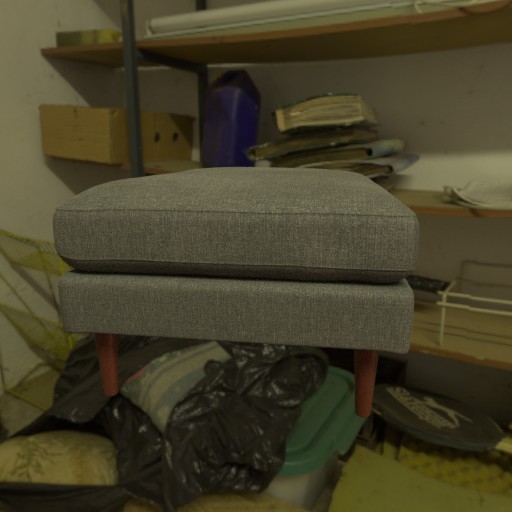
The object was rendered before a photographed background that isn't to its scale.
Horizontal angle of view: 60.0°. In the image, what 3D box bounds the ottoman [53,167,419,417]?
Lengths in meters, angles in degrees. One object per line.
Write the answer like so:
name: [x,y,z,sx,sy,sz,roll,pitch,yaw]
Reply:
ottoman: [0.000,0.000,1.223,0.693,0.474,0.821,2,14,8]
